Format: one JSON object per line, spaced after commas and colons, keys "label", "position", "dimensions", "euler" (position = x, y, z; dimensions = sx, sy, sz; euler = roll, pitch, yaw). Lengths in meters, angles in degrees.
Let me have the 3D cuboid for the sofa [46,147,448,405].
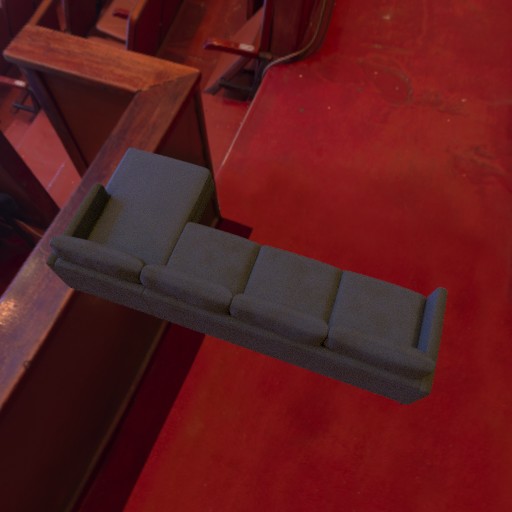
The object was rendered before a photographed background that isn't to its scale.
{"label": "sofa", "position": [0.000, 0.000, 3.300], "dimensions": [2.725, 0.756, 1.255], "euler": [18, 65, 9]}
